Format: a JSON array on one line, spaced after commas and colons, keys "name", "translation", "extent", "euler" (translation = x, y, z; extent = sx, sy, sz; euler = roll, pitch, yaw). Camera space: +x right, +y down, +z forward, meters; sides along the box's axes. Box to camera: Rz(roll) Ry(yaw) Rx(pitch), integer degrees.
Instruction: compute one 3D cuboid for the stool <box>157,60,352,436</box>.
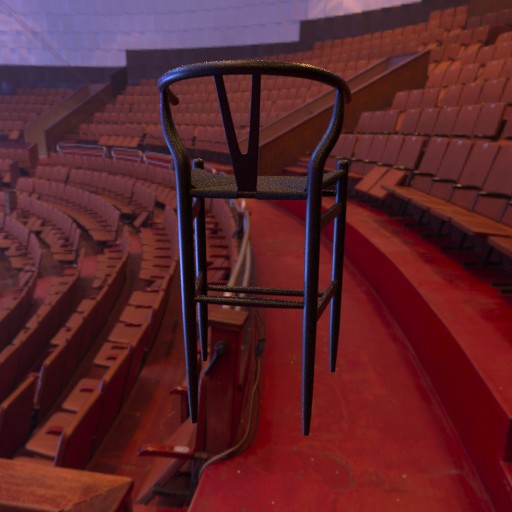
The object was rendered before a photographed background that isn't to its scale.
[{"name": "stool", "translation": [0.000, 0.000, 1.412], "extent": [0.569, 1.072, 0.579], "euler": [3, 16, 9]}]
